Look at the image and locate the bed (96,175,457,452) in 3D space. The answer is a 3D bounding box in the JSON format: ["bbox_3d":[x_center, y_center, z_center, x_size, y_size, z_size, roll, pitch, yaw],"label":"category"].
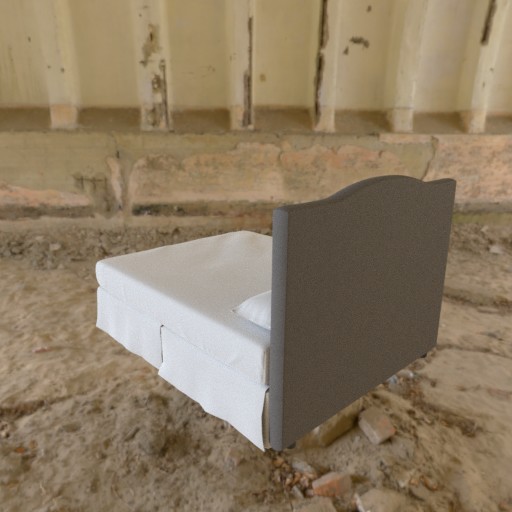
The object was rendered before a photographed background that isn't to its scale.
[{"bbox_3d":[0.000,0.000,3.506,1.821,1.436,2.282,-15,22,-40],"label":"bed"}]
